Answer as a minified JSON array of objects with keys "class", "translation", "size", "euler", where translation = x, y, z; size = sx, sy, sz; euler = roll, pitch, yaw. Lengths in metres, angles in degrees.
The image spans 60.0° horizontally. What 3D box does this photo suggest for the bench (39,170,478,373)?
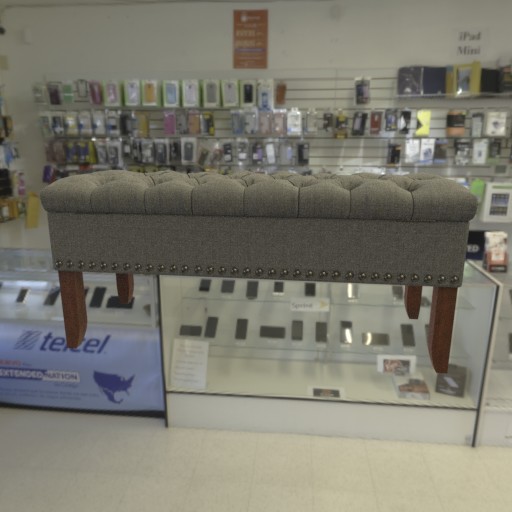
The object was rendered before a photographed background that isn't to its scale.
[{"class":"bench","translation":[0.000,0.000,1.288],"size":[1.052,0.470,0.417],"euler":[2,15,8]}]
